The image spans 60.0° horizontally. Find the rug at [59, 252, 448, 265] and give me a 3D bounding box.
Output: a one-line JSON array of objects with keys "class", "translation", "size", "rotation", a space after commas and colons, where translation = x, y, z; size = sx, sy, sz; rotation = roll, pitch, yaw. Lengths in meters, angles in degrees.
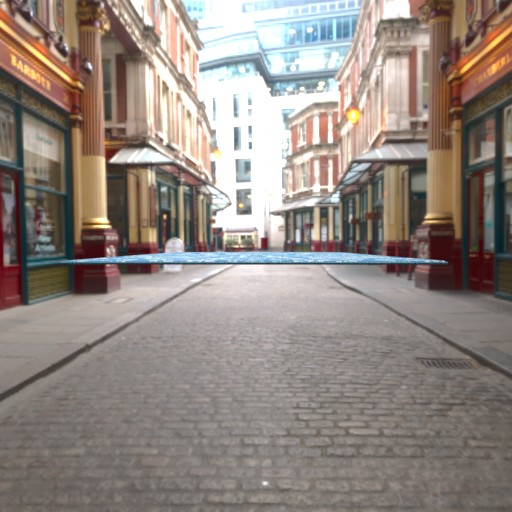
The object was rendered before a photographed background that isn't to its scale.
[{"class": "rug", "translation": [0.000, 0.000, 2.292], "size": [1.211, 0.012, 1.833], "rotation": [0, 1, 1]}]
